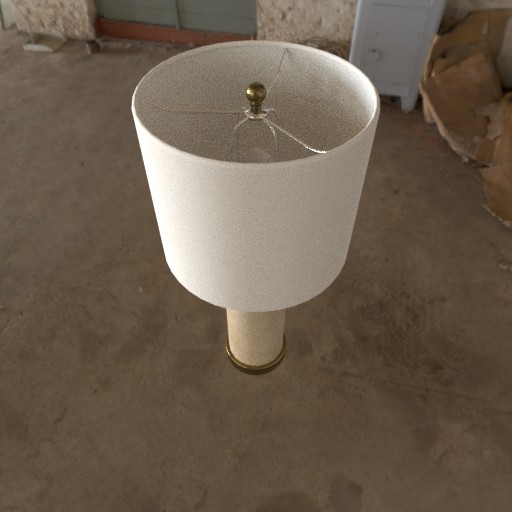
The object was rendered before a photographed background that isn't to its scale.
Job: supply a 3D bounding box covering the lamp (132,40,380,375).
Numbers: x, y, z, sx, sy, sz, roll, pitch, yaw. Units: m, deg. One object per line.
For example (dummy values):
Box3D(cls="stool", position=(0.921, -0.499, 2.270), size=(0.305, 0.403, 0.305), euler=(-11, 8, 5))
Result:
Box3D(cls="lamp", position=(0.000, 0.000, 0.779), size=(0.305, 0.634, 0.305), euler=(-32, 56, -25))
